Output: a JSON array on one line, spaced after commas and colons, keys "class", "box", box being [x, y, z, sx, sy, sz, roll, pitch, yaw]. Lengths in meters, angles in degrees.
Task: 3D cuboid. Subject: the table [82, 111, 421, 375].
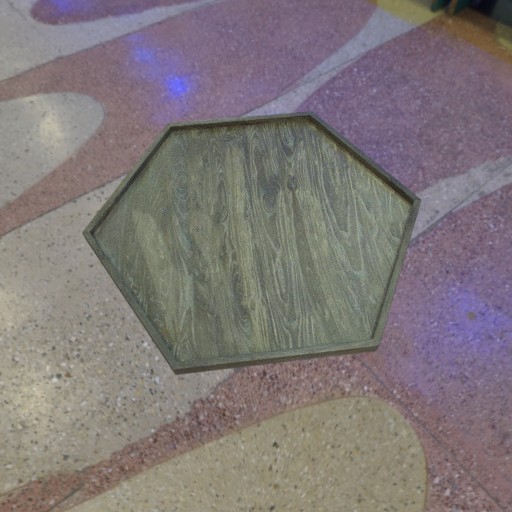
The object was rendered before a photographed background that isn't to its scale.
[{"class": "table", "box": [0.000, 0.000, 1.649, 0.966, 0.488, 1.115, -32, 63, -19]}]
